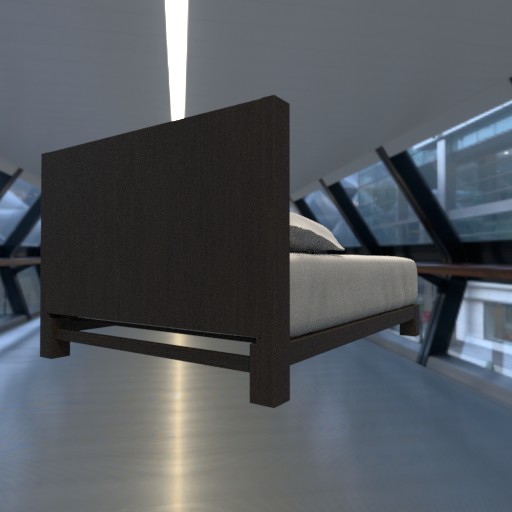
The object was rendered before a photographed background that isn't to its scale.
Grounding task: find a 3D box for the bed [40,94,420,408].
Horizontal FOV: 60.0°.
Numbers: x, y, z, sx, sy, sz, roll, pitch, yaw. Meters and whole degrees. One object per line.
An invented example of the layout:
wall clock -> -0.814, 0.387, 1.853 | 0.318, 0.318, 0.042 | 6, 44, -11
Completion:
bed -> 0.000, 0.000, 3.204 | 1.727, 1.270, 2.242 | -1, -1, 35
